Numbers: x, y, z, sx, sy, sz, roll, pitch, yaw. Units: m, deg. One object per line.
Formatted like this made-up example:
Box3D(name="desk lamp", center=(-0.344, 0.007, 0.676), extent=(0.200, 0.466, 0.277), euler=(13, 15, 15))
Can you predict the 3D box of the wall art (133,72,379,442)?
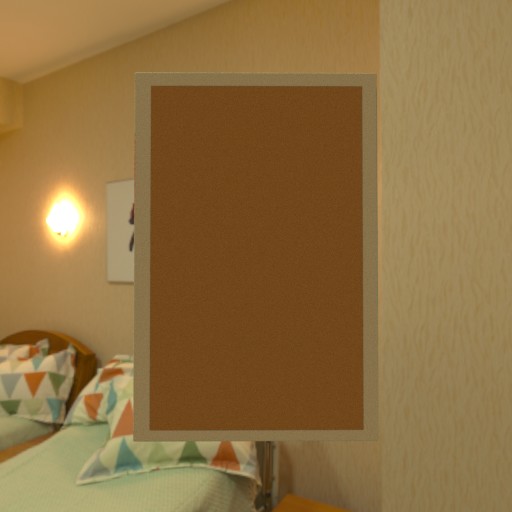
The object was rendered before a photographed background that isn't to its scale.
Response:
Box3D(name="wall art", center=(0.000, 0.000, 0.475), extent=(0.251, 0.380, 0.039), euler=(0, -1, 0))
